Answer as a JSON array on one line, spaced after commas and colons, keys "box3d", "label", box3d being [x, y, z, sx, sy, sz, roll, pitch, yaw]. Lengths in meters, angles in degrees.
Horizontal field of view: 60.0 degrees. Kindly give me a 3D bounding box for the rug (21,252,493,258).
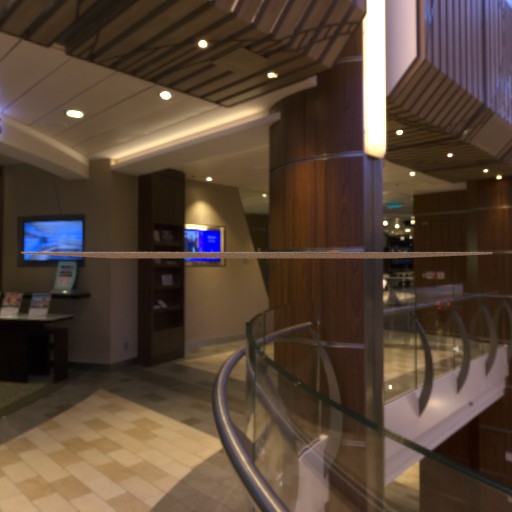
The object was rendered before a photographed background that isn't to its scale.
[{"box3d": [0.000, 0.000, 2.326, 1.827, 0.006, 1.221, 0, -1, -2], "label": "rug"}]
